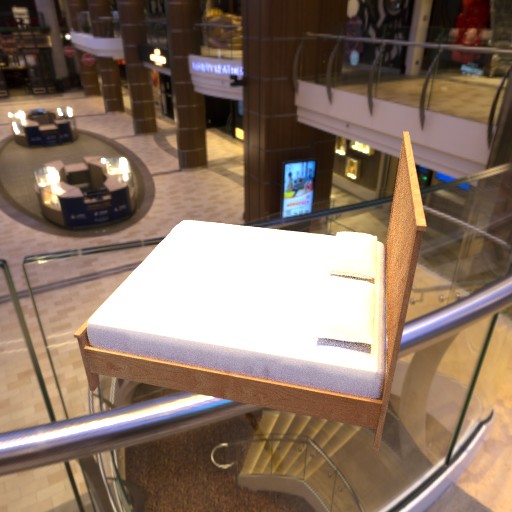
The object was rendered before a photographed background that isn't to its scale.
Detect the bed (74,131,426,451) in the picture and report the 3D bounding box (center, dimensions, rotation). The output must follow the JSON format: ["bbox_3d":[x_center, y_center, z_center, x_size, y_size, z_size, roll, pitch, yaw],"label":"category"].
[{"bbox_3d":[0.000,0.000,4.161,2.530,1.938,2.225,7,30,12],"label":"bed"}]
